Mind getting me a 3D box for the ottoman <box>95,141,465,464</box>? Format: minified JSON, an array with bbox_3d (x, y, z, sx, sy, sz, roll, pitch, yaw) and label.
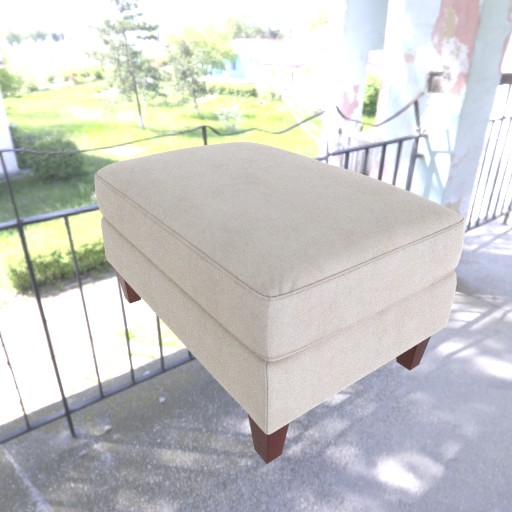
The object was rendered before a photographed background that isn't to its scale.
[{"bbox_3d":[0.000,0.000,1.205,0.584,0.483,0.864,-19,33,-32],"label":"ottoman"}]
